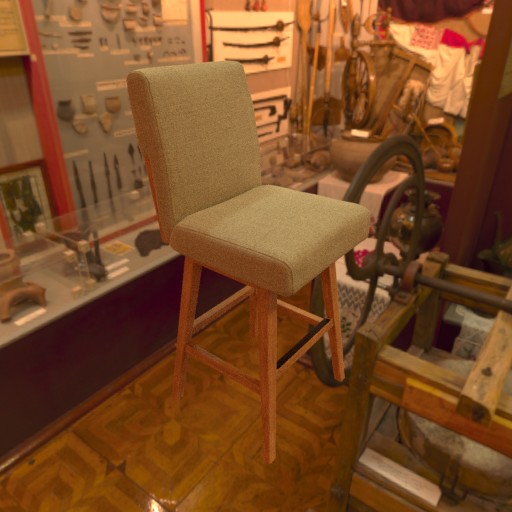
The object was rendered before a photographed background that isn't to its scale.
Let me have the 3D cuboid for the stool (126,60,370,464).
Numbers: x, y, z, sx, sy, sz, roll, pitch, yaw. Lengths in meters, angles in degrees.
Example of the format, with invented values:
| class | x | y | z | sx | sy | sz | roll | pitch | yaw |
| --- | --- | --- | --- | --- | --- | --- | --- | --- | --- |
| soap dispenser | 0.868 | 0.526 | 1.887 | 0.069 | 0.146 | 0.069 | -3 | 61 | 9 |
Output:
| class | x | y | z | sx | sy | sz | roll | pitch | yaw |
| --- | --- | --- | --- | --- | --- | --- | --- | --- | --- |
| stool | 0.000 | 0.000 | 1.417 | 0.569 | 1.106 | 0.483 | 20 | 34 | 33 |
